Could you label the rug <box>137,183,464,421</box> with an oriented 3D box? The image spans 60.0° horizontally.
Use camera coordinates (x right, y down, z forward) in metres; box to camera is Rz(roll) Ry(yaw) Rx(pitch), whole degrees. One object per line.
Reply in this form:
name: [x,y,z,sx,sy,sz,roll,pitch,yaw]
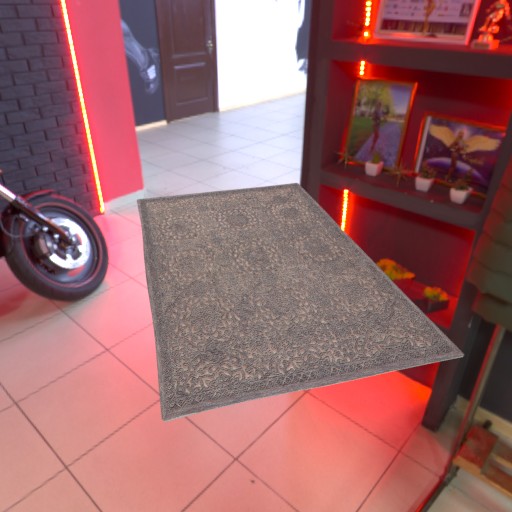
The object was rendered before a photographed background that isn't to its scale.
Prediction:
rug: [0.000,0.000,3.126,1.535,0.022,2.498,-8,32,-13]
